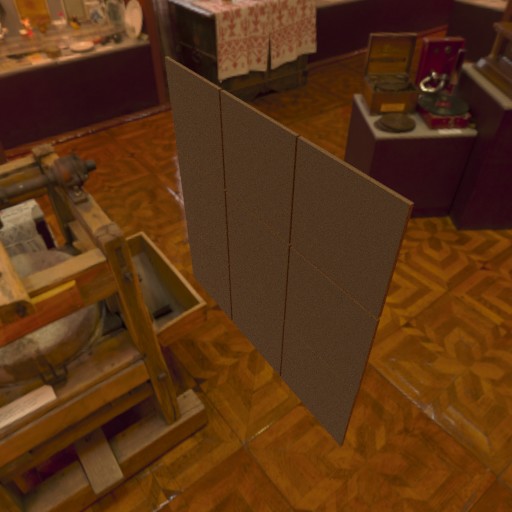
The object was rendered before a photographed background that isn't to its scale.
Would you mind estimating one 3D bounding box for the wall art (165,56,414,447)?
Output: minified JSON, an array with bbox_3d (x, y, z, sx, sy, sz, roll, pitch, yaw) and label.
[{"bbox_3d":[0.000,0.000,1.343,0.010,0.917,0.919,-26,48,-26],"label":"wall art"}]
